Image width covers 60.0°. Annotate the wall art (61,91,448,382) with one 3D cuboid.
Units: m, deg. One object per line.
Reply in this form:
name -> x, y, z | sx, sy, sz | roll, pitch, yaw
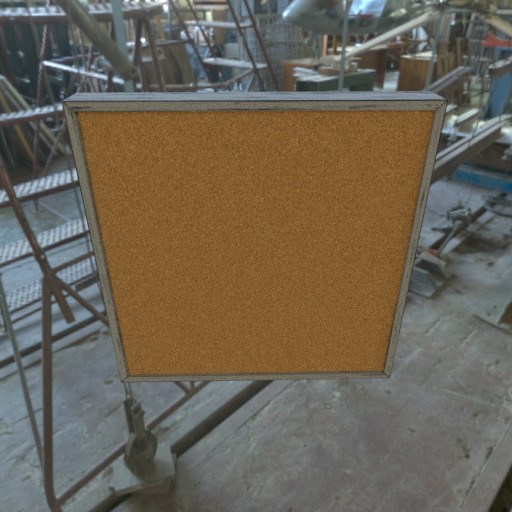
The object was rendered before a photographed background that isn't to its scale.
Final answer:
wall art -> 0.000, 0.000, 0.439 | 0.303, 0.303, 0.036 | -1, 30, -1
